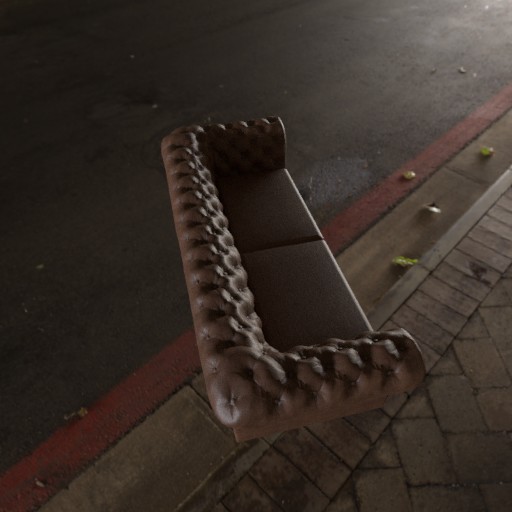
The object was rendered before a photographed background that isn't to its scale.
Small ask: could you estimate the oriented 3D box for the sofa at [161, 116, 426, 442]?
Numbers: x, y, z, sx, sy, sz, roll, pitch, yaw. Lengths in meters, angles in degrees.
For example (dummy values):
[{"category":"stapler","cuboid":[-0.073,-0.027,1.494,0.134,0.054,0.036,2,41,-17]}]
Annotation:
[{"category":"sofa","cuboid":[0.000,0.000,2.840,0.944,0.783,2.385,-10,45,-10]}]
